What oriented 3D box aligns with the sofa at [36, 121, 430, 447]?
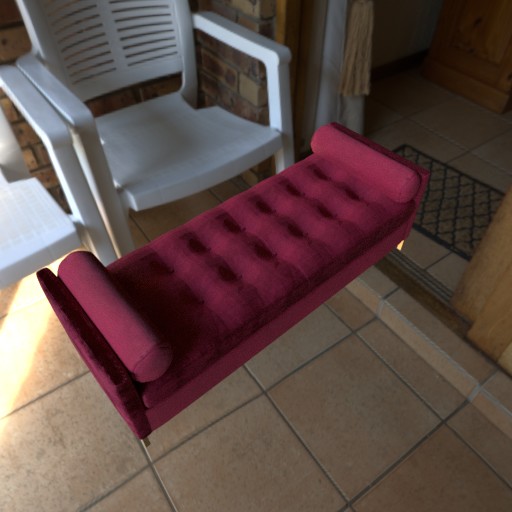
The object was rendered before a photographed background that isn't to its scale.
[{"bbox_3d":[0.000,0.000,2.547,2.102,0.705,0.796,-32,55,-27],"label":"sofa"}]
